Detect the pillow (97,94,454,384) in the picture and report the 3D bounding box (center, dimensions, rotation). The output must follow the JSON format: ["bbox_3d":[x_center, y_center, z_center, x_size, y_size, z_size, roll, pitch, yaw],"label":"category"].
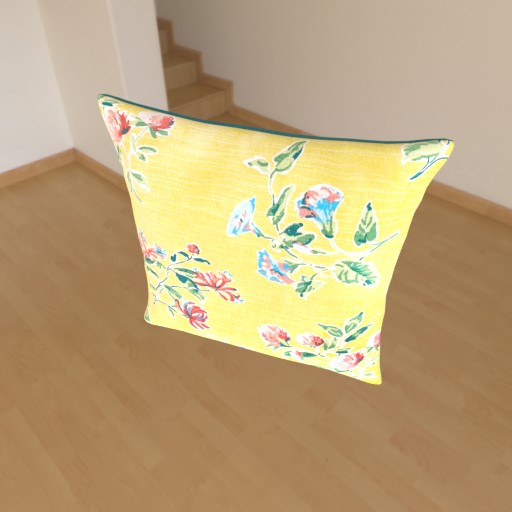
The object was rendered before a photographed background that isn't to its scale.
[{"bbox_3d":[0.000,0.000,0.779,0.525,0.508,0.166,12,41,14],"label":"pillow"}]
